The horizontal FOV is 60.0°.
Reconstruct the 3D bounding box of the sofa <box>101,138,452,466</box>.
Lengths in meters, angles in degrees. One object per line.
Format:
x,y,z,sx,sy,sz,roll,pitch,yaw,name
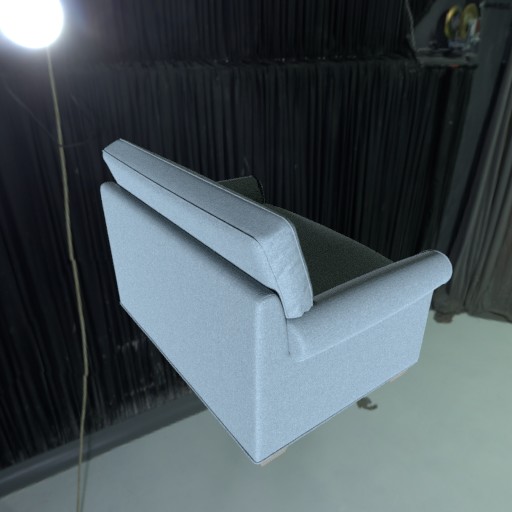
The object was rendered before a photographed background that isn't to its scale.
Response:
0.000,0.000,2.045,0.940,0.953,1.410,-19,33,-32,sofa
